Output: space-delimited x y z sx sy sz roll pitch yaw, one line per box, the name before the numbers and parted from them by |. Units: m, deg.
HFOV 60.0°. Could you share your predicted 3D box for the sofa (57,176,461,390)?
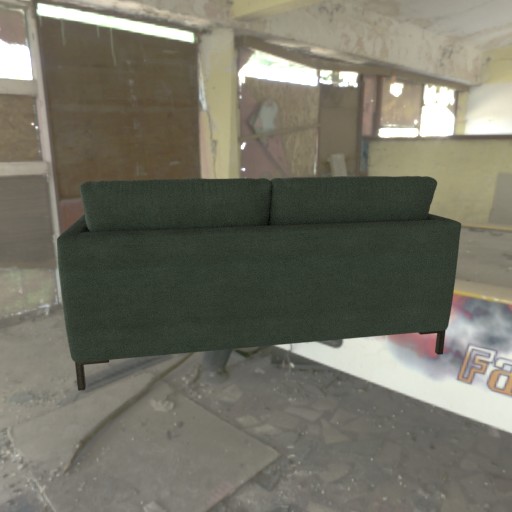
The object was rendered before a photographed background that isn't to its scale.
sofa | 0.000 0.000 2.213 1.676 0.817 0.875 -3 14 -11
